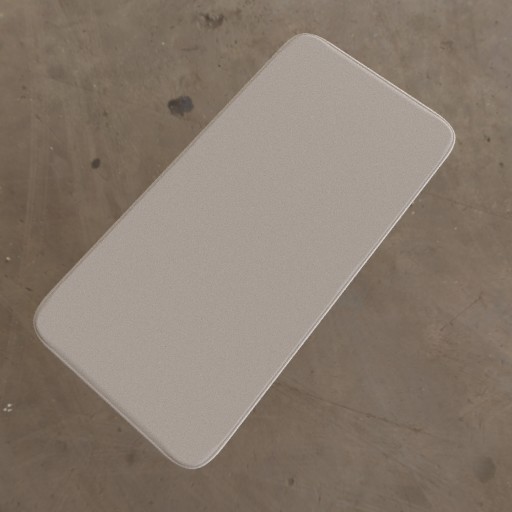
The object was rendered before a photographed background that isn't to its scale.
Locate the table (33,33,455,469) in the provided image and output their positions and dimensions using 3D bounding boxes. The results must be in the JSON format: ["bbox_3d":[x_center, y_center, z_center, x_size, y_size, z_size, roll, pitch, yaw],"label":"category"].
[{"bbox_3d":[0.000,0.000,1.587,0.610,0.729,1.219,38,78,9],"label":"table"}]
